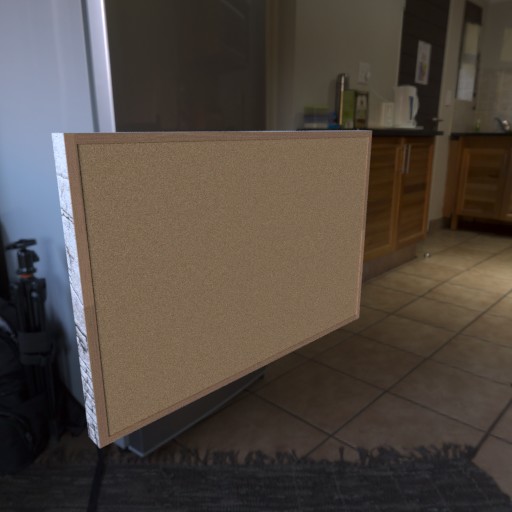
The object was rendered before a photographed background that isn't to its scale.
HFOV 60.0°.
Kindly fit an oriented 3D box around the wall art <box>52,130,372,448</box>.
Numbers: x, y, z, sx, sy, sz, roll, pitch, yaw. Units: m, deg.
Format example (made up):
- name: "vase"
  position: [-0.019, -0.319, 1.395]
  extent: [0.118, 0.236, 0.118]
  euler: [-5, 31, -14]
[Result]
- name: "wall art"
  position: [0.000, 0.000, 0.753]
  extent: [0.613, 0.407, 0.035]
  euler: [-15, 22, -42]
